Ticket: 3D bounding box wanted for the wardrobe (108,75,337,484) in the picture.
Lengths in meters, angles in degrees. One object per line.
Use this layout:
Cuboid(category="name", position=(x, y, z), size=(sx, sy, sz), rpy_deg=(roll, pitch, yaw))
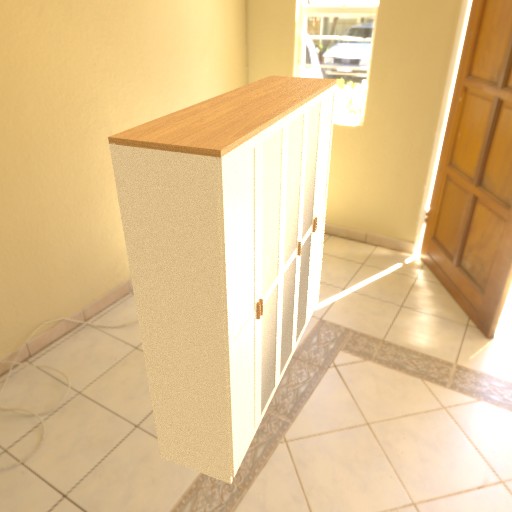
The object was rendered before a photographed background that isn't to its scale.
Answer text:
Cuboid(category="wardrobe", position=(0.000, 0.000, 3.354), size=(0.590, 2.260, 2.160), rpy_deg=(11, 31, 19))
